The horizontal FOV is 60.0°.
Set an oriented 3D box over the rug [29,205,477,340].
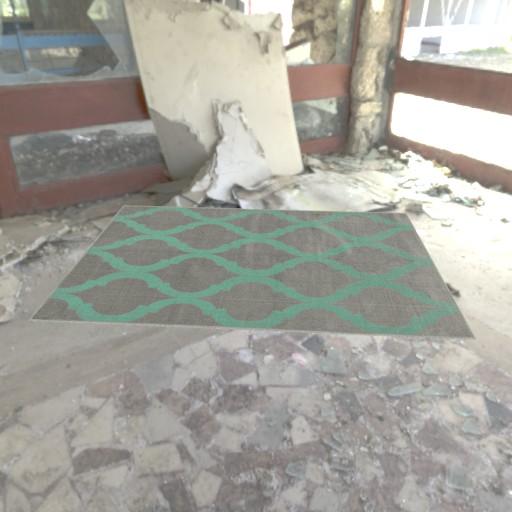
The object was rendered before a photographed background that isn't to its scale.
[{"bbox_3d":[0.000,0.000,2.916,2.286,0.006,1.524,2,30,3],"label":"rug"}]
